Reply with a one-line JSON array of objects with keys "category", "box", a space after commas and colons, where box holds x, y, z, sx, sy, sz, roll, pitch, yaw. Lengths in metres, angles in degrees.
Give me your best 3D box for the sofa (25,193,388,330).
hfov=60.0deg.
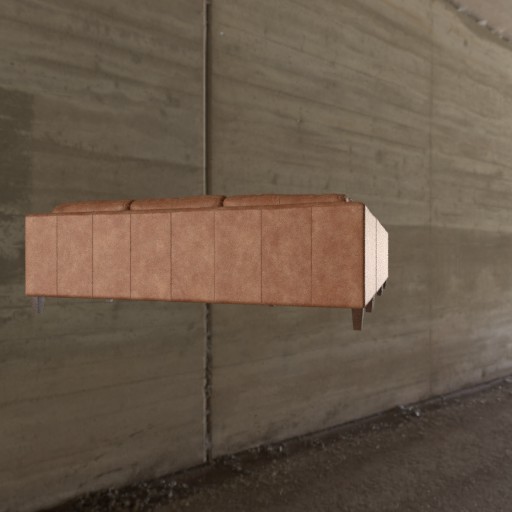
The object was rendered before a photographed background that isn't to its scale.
[{"category": "sofa", "box": [0.000, 0.000, 4.454, 2.430, 0.832, 3.401, 0, 0, 19]}]
